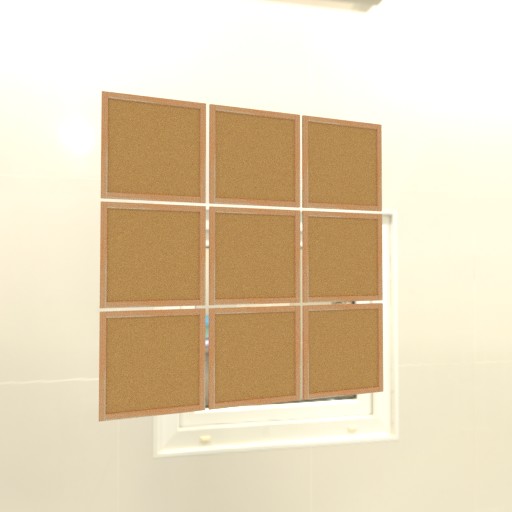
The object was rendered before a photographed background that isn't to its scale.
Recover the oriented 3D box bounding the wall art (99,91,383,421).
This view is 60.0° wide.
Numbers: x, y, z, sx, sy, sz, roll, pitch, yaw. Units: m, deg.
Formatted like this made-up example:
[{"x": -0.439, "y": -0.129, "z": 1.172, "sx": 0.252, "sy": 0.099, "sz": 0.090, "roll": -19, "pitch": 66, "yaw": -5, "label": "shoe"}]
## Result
[{"x": 0.000, "y": 0.000, "z": 1.834, "sx": 1.216, "sy": 1.220, "sz": 0.013, "roll": 0, "pitch": -2, "yaw": -19, "label": "wall art"}]
